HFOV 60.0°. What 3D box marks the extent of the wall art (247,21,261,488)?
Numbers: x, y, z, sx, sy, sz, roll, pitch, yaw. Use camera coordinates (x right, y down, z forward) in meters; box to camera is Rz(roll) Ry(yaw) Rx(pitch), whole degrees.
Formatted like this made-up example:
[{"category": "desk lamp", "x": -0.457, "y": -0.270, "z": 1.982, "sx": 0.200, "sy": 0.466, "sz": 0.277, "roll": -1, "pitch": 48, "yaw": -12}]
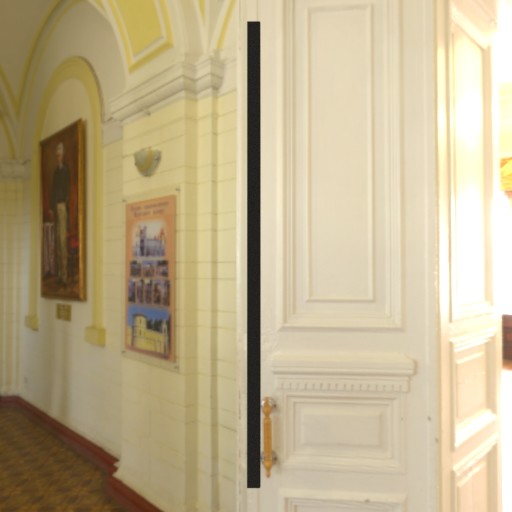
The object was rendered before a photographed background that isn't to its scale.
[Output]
[{"category": "wall art", "x": 0.000, "y": 0.000, "z": 0.498, "sx": 0.010, "sy": 0.361, "sz": 0.311, "roll": 0, "pitch": -1, "yaw": 1}]
